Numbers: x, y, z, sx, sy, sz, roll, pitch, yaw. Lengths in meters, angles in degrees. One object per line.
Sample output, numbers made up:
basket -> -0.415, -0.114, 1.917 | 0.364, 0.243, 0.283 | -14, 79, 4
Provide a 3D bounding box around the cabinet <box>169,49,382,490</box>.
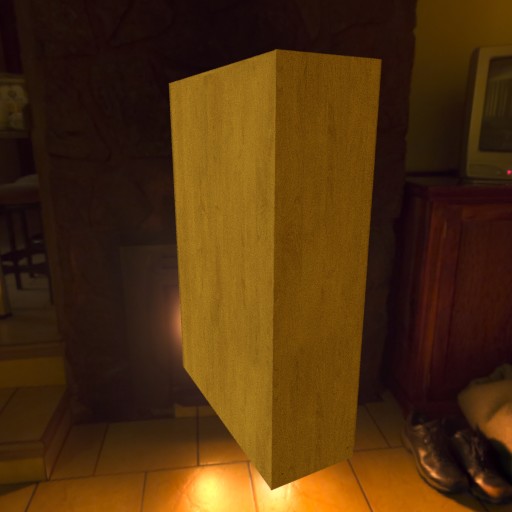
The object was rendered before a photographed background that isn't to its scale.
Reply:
cabinet -> 0.000, 0.000, 2.495 | 0.510, 1.910, 1.290 | -8, 18, -26
